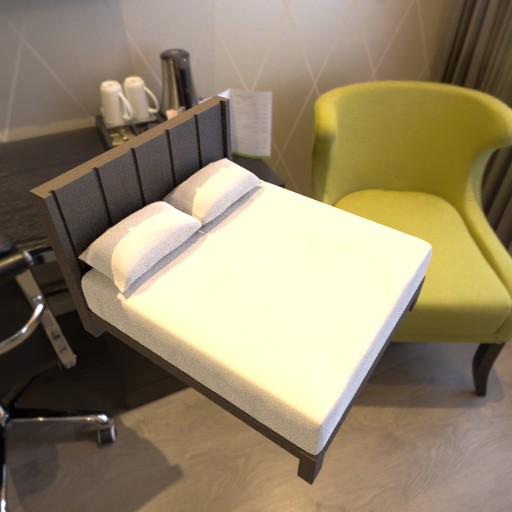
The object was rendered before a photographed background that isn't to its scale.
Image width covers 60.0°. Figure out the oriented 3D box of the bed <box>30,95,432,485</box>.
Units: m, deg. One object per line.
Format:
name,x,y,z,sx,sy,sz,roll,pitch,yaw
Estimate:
bed,0.000,0.000,3.090,1.992,1.261,1.735,25,47,25
